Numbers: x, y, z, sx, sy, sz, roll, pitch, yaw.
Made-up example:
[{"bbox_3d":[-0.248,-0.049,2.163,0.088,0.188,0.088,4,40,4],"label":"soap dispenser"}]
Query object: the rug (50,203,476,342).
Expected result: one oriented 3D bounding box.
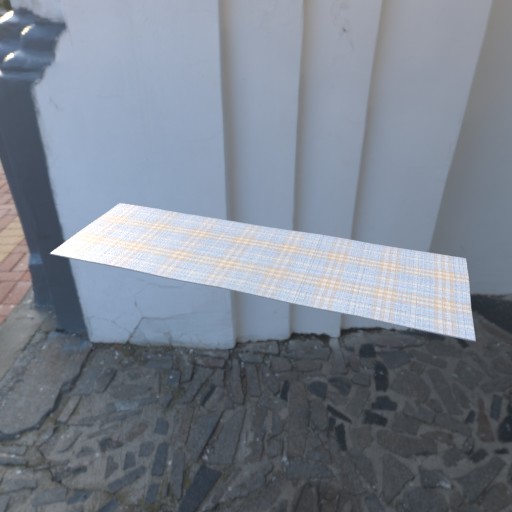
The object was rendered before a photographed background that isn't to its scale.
[{"bbox_3d":[0.000,0.000,2.718,2.439,0.013,0.762,10,34,16],"label":"rug"}]
